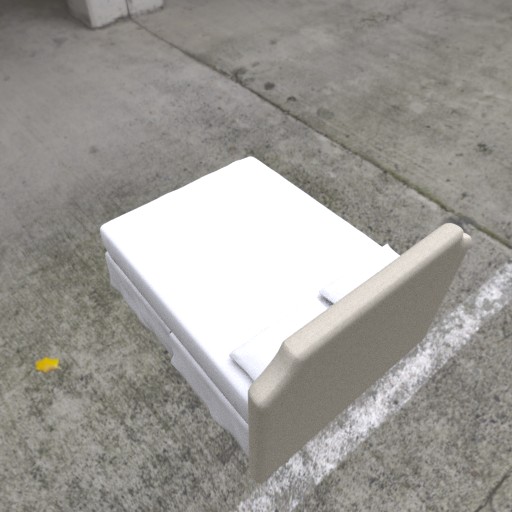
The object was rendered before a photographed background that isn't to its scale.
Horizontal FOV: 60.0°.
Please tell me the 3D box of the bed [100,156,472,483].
[{"bbox_3d":[0.000,0.000,3.189,1.693,1.290,2.116,-31,54,-26],"label":"bed"}]
